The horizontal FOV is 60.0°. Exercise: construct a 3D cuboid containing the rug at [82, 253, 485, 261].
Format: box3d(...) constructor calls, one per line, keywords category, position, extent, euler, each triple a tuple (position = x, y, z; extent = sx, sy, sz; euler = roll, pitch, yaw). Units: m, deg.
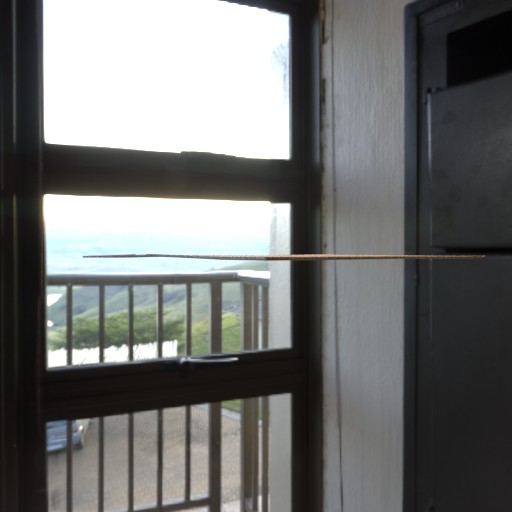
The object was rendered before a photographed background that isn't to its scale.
box3d(category="rug", position=(0.000, 0.000, 2.970), extent=(1.624, 0.030, 2.264), euler=(0, 0, -37))
